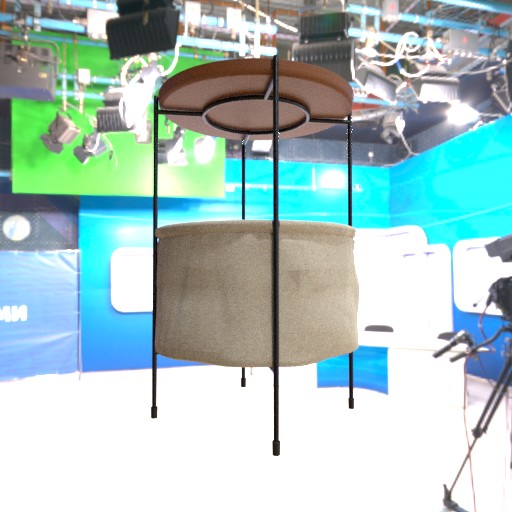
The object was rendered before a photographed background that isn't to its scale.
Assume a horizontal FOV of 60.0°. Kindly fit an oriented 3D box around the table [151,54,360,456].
[{"bbox_3d":[0.000,0.000,0.886,0.393,0.623,0.393,-1,-2,36],"label":"table"}]
